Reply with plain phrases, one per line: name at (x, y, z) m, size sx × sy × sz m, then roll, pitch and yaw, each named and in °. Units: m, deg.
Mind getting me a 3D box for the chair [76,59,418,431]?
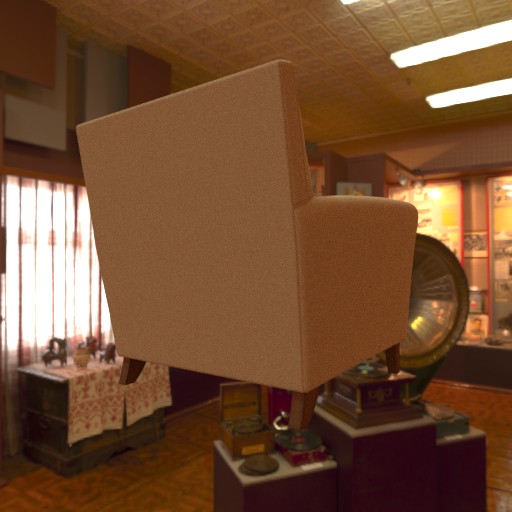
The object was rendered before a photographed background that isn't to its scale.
chair at (0.000, 0.000, 1.503) m, size 0.840 × 0.846 × 0.871 m, roll -1°, pitch -1°, yaw 36°
